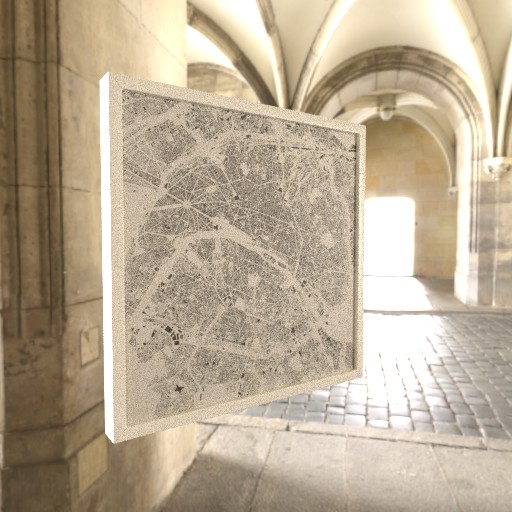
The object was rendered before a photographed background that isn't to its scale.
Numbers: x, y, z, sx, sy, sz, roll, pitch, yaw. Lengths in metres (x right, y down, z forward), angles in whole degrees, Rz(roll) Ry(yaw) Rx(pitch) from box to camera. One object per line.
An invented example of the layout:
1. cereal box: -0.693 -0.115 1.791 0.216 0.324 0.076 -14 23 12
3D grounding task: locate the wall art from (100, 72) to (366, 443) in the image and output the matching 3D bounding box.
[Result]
1. wall art: 0.000 0.000 0.763 0.508 0.508 0.038 -2 3 -35
